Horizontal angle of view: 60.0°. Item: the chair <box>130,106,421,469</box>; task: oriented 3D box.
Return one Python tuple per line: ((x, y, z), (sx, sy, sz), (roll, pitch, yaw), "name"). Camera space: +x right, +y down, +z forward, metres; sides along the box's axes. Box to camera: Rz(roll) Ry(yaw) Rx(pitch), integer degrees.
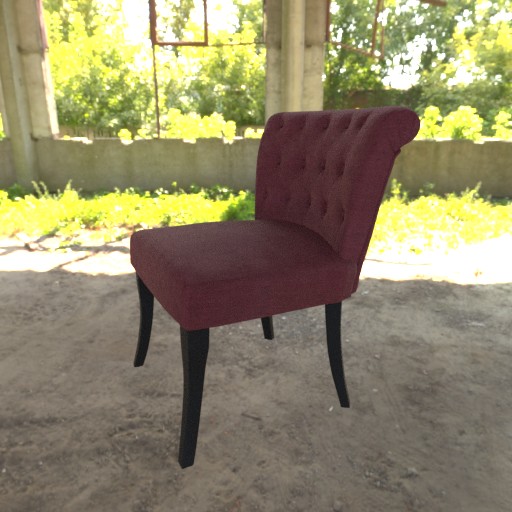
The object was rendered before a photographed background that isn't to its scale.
((0.000, 0.000, 1.182), (0.605, 0.750, 0.582), (-8, 18, -26), "chair")
